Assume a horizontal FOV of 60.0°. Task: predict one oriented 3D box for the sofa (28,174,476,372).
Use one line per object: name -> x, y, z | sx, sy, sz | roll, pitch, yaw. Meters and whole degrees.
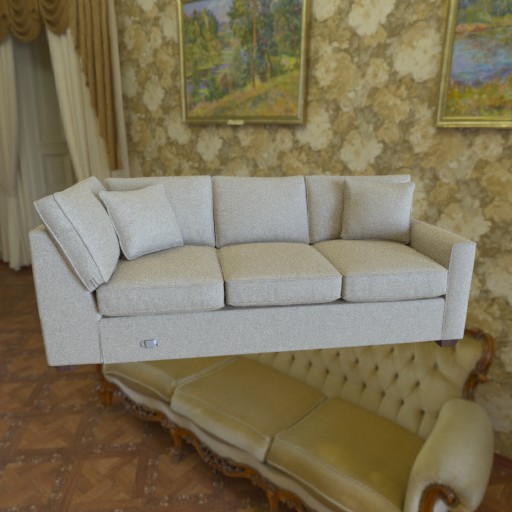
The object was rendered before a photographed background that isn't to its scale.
sofa -> 0.000, 0.000, 2.763 | 2.323, 0.948, 1.053 | -2, 16, -8
